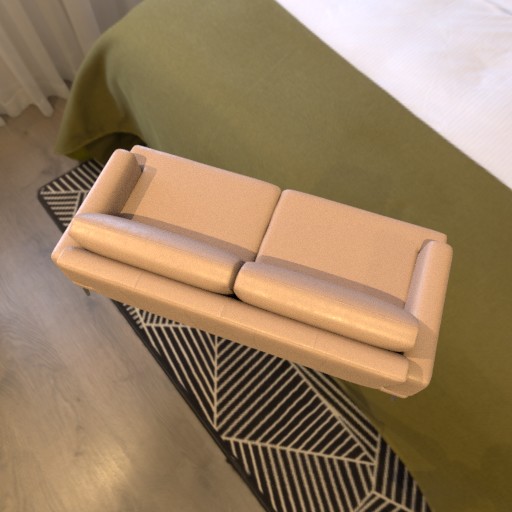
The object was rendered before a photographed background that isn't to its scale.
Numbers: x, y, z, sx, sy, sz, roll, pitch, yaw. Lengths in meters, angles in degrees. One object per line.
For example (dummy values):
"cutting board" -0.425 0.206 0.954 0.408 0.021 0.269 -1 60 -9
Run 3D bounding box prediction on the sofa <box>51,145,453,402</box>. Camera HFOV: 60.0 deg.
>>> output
"sofa" 0.000 0.000 2.386 1.940 0.765 0.974 17 65 8
